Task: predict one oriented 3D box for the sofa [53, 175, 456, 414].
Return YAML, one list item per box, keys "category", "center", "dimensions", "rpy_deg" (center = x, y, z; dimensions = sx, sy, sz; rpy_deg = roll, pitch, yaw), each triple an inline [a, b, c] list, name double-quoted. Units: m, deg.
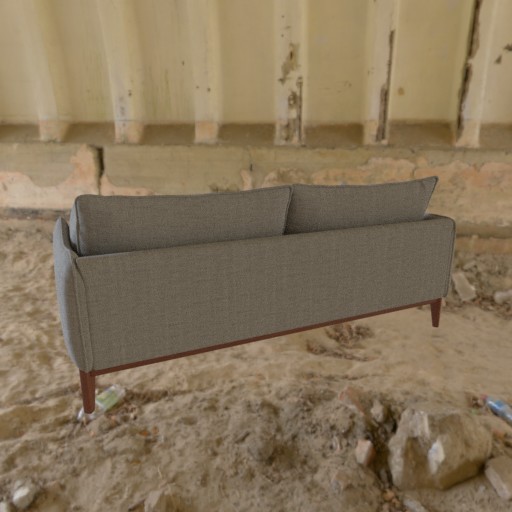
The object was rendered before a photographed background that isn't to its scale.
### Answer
- category: "sofa"
  center: [0.000, 0.000, 2.394]
  dimensions: [1.989, 0.851, 0.972]
  rpy_deg: [-7, 16, -25]
